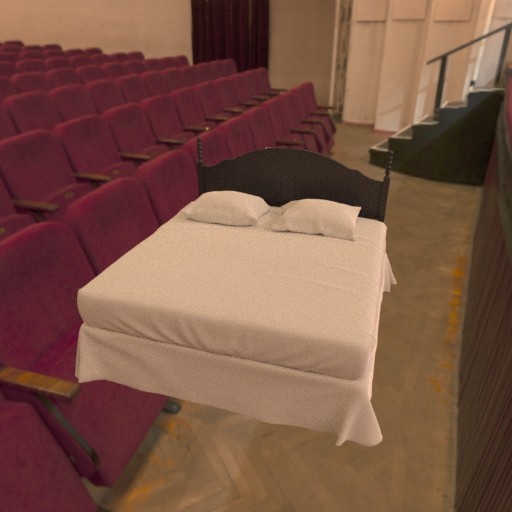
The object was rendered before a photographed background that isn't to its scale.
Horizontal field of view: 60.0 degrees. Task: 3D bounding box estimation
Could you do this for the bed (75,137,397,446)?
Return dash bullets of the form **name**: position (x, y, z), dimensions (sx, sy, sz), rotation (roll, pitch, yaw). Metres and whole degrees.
- **bed**: position (0.000, 0.000, 3.596), dimensions (2.322, 1.355, 2.219), rotation (8, 28, 15)
